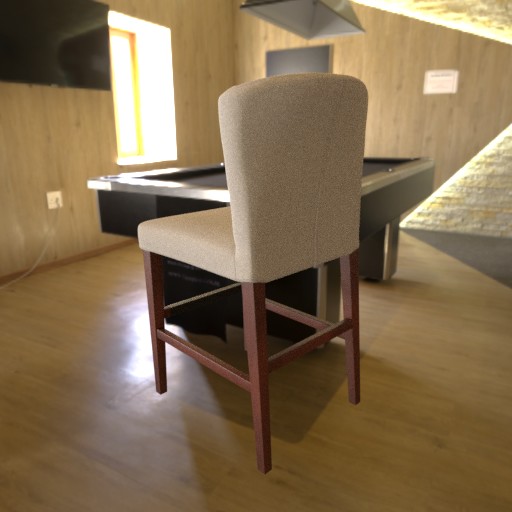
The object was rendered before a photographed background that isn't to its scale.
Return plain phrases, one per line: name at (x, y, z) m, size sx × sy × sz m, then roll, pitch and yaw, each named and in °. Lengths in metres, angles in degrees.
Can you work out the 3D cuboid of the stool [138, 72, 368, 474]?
stool at (0.000, 0.000, 1.317) m, size 0.479 × 0.968 × 0.568 m, roll -16°, pitch 23°, yaw -42°
